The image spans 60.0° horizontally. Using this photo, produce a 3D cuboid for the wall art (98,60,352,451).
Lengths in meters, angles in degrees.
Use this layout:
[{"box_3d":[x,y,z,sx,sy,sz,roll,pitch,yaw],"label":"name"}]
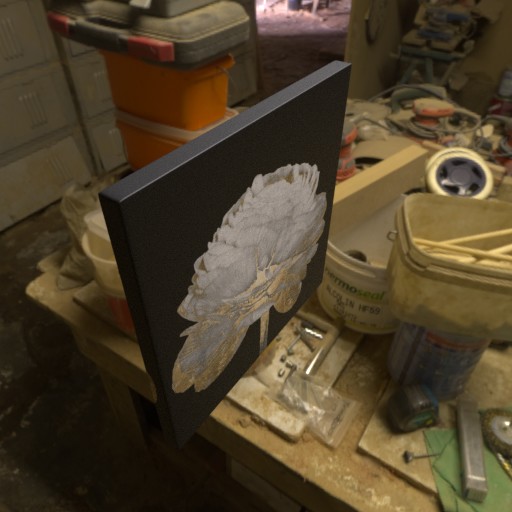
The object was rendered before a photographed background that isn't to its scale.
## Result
[{"box_3d":[0.000,0.000,0.905,0.043,0.611,0.610,25,46,26],"label":"wall art"}]
